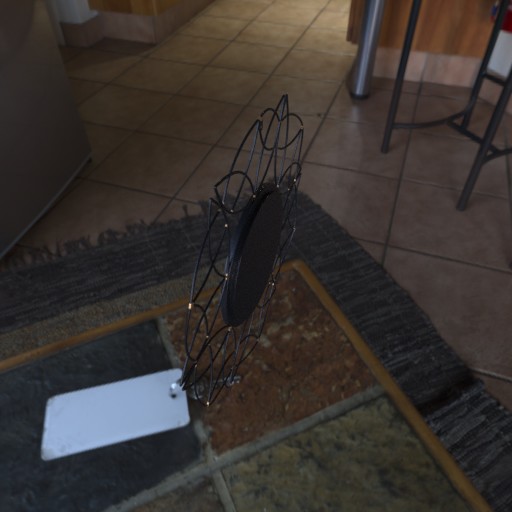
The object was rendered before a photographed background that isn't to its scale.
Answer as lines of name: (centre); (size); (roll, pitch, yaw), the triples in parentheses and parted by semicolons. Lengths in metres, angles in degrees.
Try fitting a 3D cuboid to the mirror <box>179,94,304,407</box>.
mirror: (0.000, 0.000, 1.139); (0.028, 0.775, 0.797); (16, 48, 15)
